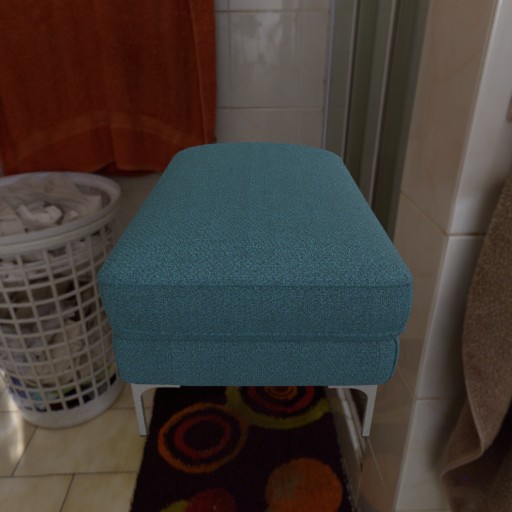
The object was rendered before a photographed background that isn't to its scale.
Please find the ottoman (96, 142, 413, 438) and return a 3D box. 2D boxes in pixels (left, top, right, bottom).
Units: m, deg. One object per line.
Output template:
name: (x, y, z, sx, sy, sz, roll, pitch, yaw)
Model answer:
ottoman: (0.000, 0.000, 1.198, 0.563, 0.498, 0.856, 0, 28, 0)
